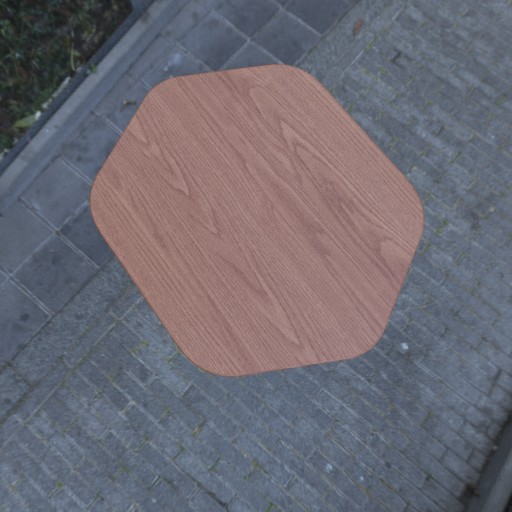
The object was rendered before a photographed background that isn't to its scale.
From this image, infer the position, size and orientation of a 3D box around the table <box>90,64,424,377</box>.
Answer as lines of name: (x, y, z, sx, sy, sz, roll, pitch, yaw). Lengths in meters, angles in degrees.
table: (0.000, 0.000, 0.900, 0.400, 0.562, 0.500, -36, 78, -9)
